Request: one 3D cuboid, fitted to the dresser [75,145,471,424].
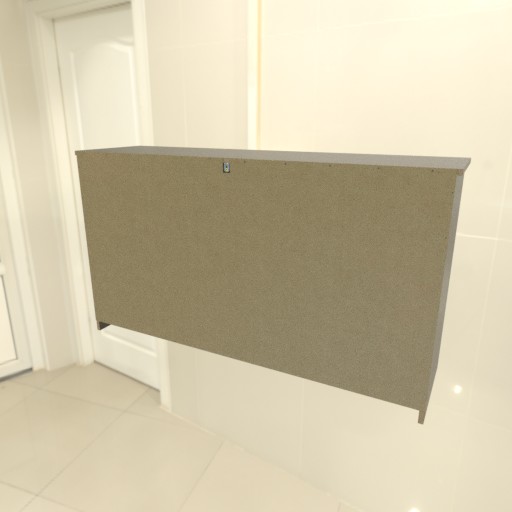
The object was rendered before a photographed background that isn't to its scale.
[{"bbox_3d":[0.000,0.000,1.672,1.360,0.755,0.401,9,19,26],"label":"dresser"}]
